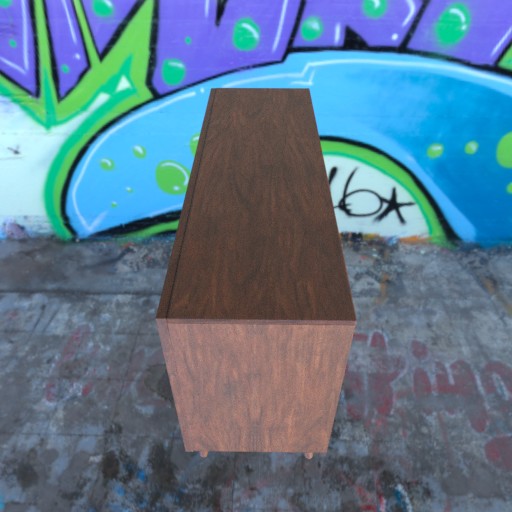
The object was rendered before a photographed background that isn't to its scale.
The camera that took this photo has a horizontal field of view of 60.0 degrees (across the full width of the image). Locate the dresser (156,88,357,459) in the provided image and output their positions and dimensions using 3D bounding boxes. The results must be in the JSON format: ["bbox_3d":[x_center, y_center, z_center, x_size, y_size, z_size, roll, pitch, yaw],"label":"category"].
[{"bbox_3d":[0.000,0.000,1.902,0.500,0.889,1.472,1,41,1],"label":"dresser"}]
